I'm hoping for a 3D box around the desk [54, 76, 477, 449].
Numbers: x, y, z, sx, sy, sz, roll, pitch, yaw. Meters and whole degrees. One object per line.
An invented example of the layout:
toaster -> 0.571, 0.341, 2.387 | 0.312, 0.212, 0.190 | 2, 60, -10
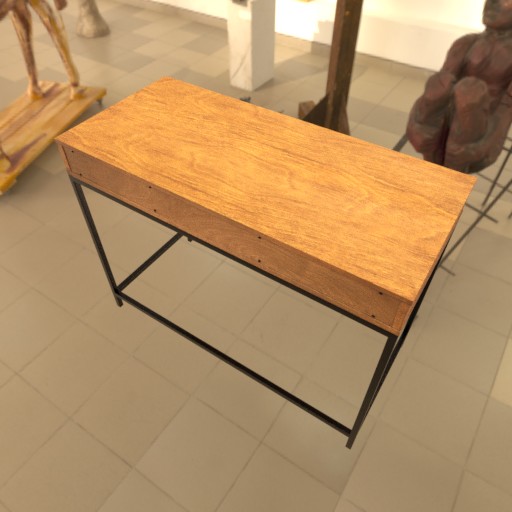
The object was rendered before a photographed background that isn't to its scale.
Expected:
desk -> 0.000, 0.000, 1.434 | 1.016, 0.762, 0.470 | 26, 52, 22
